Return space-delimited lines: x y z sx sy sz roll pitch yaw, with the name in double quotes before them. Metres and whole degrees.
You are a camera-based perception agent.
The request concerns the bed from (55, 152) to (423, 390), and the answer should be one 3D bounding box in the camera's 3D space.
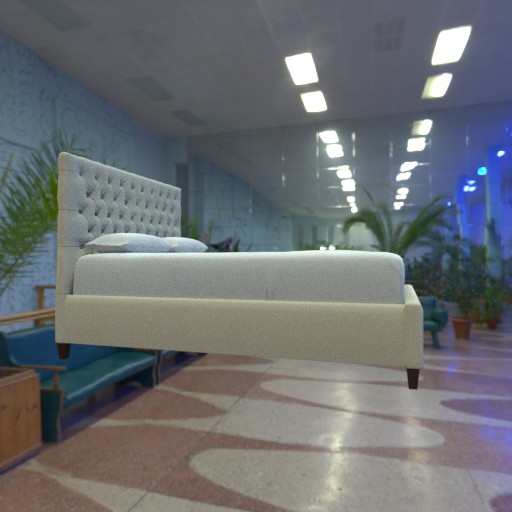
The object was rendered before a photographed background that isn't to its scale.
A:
"bed" 0.000 0.000 3.483 2.387 1.427 1.698 0 0 18
